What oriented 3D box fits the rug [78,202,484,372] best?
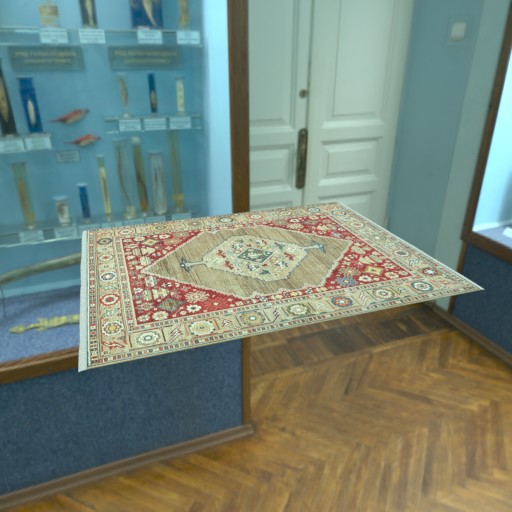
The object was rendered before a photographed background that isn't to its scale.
[{"bbox_3d":[0.000,0.000,4.211,3.143,0.008,2.451,-8,26,-17],"label":"rug"}]
